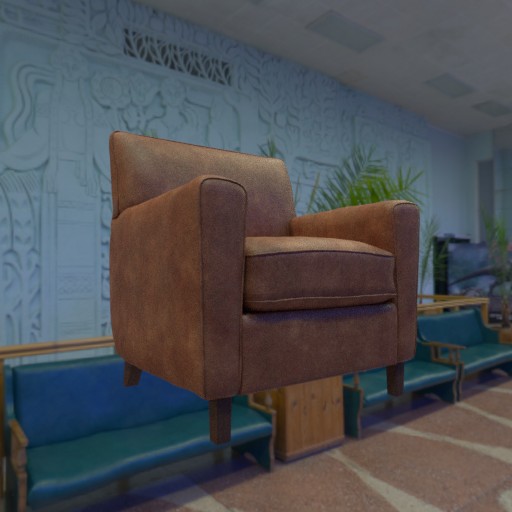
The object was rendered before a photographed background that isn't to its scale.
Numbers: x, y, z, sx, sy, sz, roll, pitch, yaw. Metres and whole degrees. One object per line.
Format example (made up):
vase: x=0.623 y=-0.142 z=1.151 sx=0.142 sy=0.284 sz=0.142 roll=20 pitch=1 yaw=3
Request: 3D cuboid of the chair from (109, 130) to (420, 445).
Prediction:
chair: x=0.000 y=0.000 z=1.587 sx=0.870 sy=0.943 sz=0.823 roll=1 pitch=-1 yaw=-35
